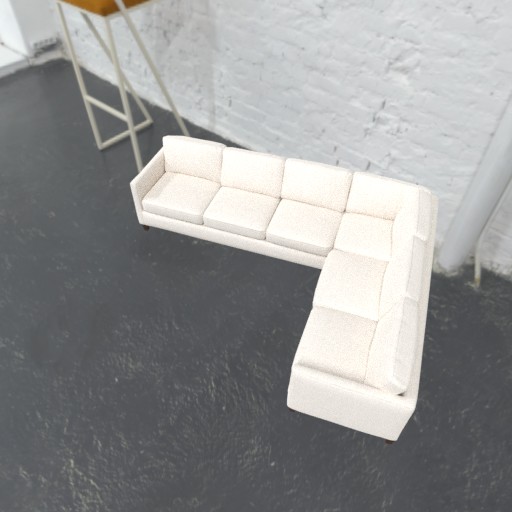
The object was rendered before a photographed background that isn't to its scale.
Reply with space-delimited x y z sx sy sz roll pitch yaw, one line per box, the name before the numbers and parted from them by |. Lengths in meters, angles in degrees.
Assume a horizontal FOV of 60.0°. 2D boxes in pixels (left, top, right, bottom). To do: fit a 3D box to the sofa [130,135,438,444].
sofa | 0.000 0.000 4.490 3.302 0.947 2.593 14 48 13
